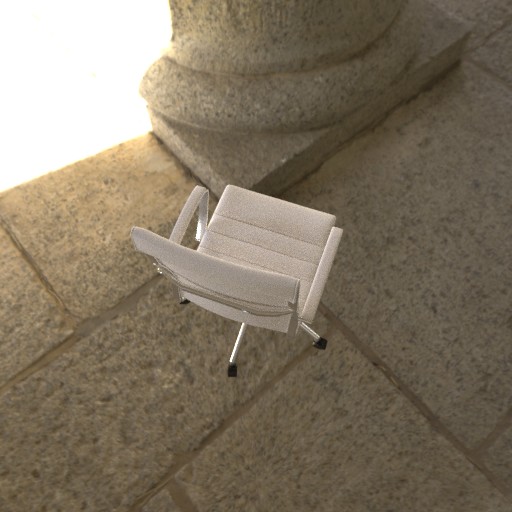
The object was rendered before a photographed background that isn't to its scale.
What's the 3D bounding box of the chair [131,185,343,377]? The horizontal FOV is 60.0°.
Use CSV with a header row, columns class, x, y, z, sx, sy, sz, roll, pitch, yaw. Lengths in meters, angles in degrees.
class,x,y,z,sx,sy,sz,roll,pitch,yaw
chair,0.000,0.000,1.707,0.766,1.149,0.739,18,65,9
